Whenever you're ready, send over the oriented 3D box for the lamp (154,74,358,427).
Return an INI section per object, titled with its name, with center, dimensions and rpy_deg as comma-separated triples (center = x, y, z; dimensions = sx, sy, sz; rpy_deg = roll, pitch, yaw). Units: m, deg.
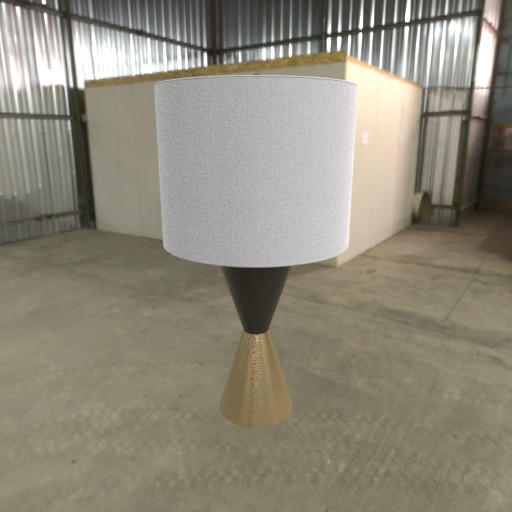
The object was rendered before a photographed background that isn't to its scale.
[lamp]
center = 0.000, 0.000, 0.749
dimensions = 0.304, 0.573, 0.304
rpy_deg = -8, 17, -26
